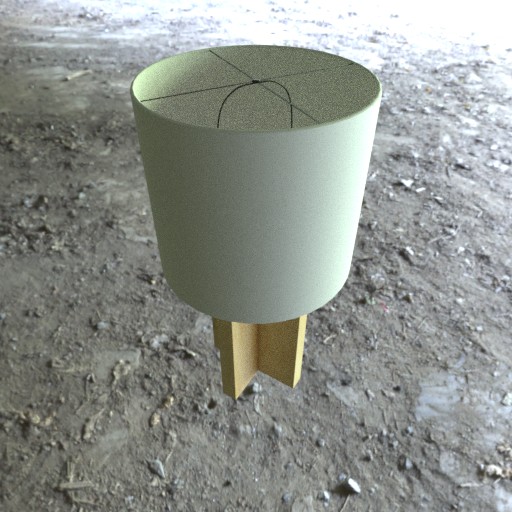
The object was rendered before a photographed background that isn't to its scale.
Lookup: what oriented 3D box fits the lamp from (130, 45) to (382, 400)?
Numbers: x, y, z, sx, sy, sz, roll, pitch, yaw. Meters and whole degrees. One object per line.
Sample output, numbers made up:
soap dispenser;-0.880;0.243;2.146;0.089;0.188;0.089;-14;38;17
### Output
lamp;0.000;0.000;0.547;0.229;0.428;0.229;22;45;24
